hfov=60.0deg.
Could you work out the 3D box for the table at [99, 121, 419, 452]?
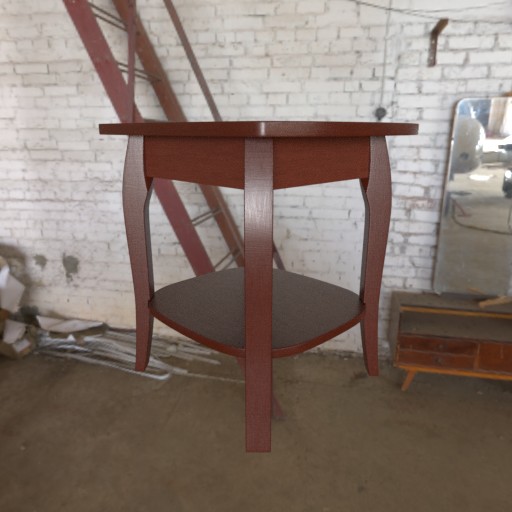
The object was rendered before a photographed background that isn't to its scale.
[{"bbox_3d":[0.000,0.000,0.867,0.433,0.496,0.502,-15,22,-42],"label":"table"}]
